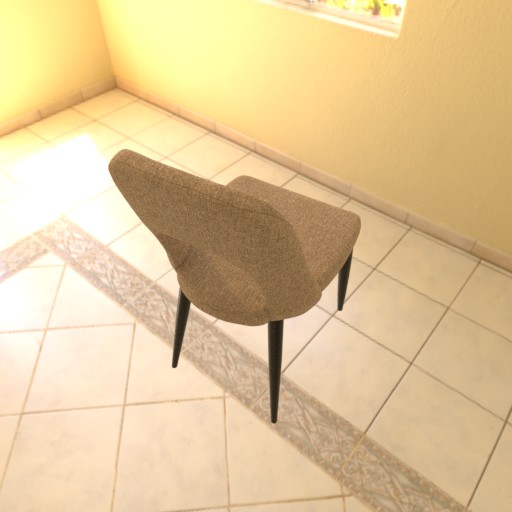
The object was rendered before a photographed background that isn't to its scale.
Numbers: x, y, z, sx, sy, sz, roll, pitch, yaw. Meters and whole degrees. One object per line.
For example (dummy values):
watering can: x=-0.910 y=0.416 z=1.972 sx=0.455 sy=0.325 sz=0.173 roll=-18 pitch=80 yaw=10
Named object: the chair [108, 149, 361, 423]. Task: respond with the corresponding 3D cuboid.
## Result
chair: x=0.000 y=0.000 z=1.294 sx=0.470 sy=0.931 sz=0.612 roll=23 pitch=50 yaw=20
